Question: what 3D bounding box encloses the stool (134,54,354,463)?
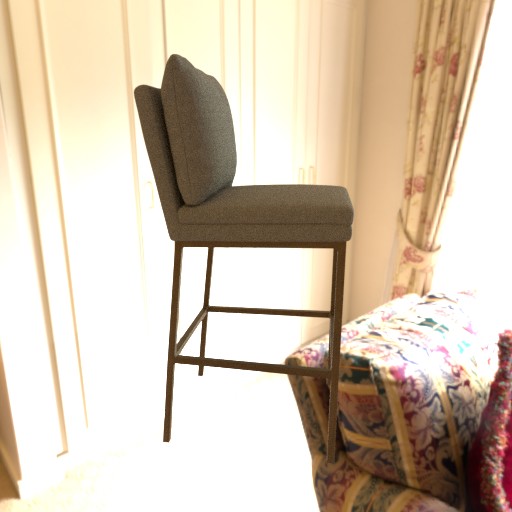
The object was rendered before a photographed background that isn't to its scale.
[{"bbox_3d":[0.000,0.000,1.412,0.569,1.132,0.463,2,16,8],"label":"stool"}]
